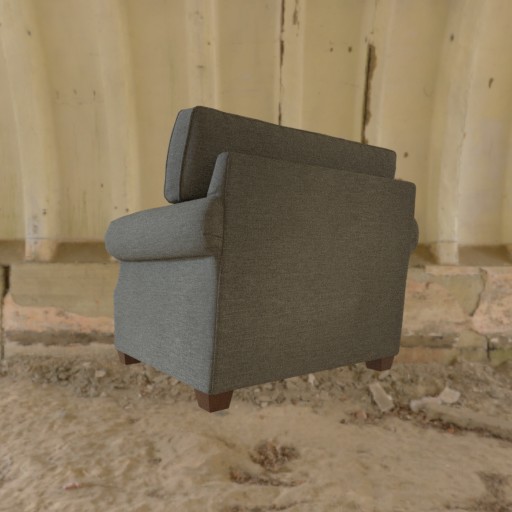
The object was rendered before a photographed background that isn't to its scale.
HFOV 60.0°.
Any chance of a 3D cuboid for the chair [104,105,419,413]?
[{"bbox_3d":[0.000,0.000,1.910,1.092,0.961,0.965,0,0,-36],"label":"chair"}]
